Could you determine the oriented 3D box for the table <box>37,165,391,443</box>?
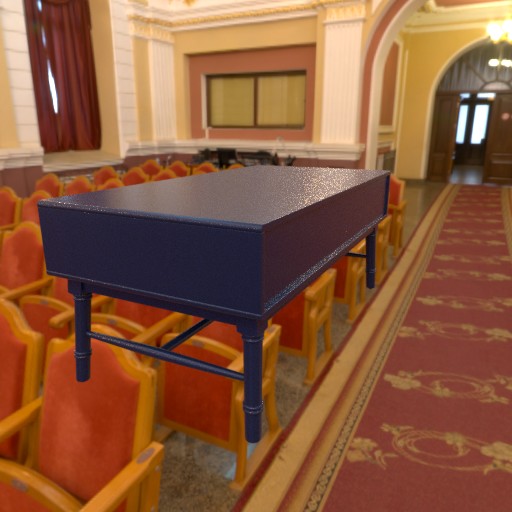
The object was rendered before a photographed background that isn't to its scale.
[{"bbox_3d":[0.000,0.000,1.370,0.572,0.457,1.067,8,18,26],"label":"table"}]
